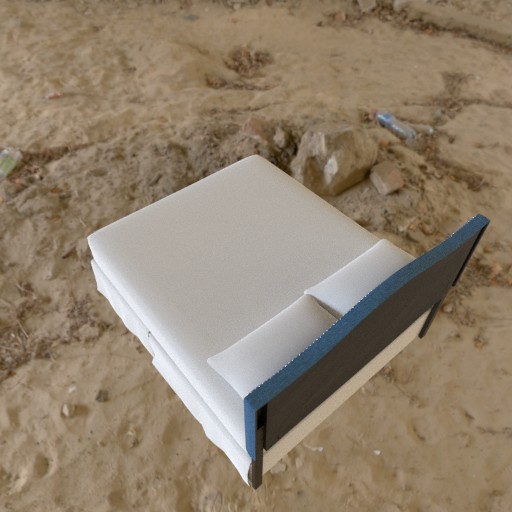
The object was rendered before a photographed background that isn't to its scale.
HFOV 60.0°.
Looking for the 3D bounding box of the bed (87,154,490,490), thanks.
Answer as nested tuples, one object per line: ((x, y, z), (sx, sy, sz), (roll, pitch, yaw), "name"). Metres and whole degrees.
((0.000, 0.000, 2.791), (1.610, 1.169, 1.872), (-32, 55, -25), "bed")
